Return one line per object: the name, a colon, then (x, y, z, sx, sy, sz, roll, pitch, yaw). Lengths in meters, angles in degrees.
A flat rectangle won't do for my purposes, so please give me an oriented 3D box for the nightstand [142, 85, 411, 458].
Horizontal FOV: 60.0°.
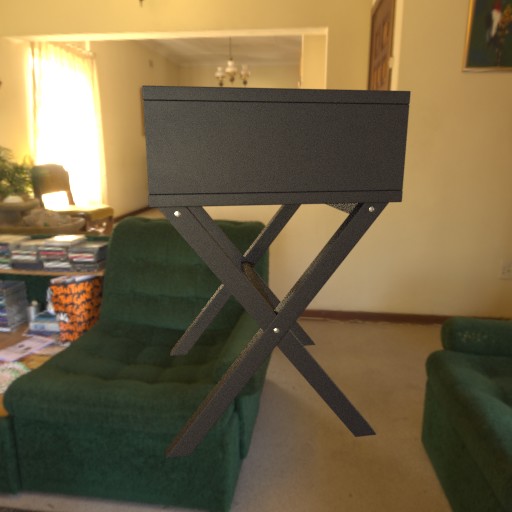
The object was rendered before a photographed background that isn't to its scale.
nightstand: (0.000, 0.000, 0.951, 0.402, 0.623, 0.479, -2, 14, -9)
